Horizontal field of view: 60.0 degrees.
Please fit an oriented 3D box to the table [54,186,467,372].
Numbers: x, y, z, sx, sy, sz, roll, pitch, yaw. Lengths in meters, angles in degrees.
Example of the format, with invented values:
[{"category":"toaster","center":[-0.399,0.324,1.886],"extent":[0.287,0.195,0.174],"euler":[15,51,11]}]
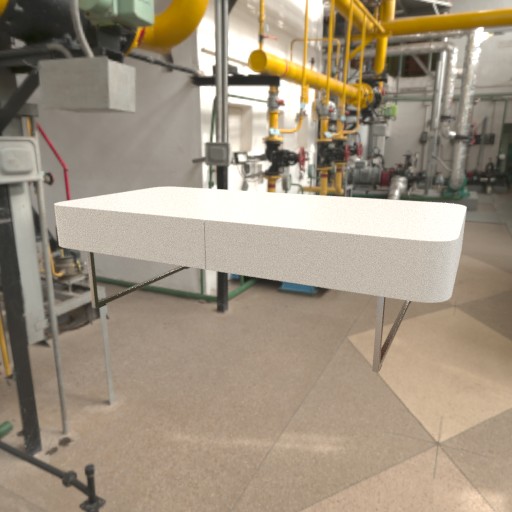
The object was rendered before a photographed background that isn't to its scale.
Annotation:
[{"category":"table","center":[0.000,0.000,1.450],"extent":[1.200,0.340,0.600],"euler":[7,17,26]}]
